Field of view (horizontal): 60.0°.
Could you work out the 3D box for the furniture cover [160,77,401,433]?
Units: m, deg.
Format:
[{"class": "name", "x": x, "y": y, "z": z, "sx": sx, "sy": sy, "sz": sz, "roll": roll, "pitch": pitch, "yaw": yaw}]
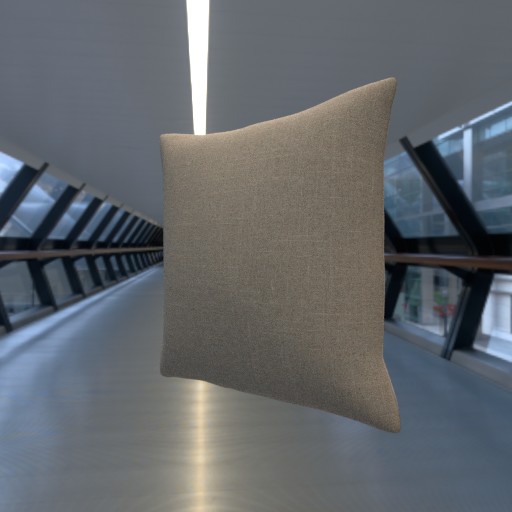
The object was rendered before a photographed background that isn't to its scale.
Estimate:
[{"class": "furniture cover", "x": 0.000, "y": 0.000, "z": 0.781, "sx": 0.512, "sy": 0.506, "sz": 0.178, "roll": 0, "pitch": 0, "yaw": 37}]
